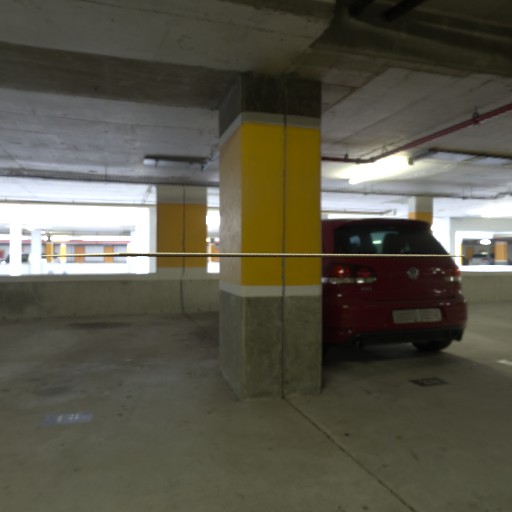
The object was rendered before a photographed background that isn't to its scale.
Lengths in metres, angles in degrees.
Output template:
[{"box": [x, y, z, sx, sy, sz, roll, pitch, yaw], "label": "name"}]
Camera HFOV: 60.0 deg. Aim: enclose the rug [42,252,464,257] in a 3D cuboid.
[{"box": [0.000, 0.000, 2.299, 1.828, 0.007, 1.220, 0, 0, -35], "label": "rug"}]
